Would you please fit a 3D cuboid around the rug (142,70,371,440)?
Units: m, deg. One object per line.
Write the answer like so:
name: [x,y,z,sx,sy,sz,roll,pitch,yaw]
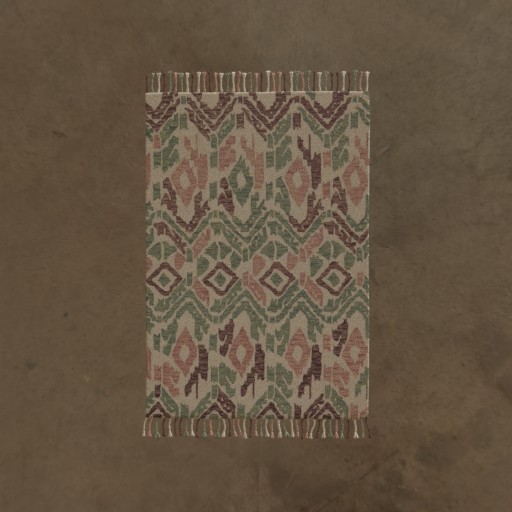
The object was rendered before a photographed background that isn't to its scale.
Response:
rug: [0.000,0.000,2.933,1.524,0.011,2.438,0,91,1]
